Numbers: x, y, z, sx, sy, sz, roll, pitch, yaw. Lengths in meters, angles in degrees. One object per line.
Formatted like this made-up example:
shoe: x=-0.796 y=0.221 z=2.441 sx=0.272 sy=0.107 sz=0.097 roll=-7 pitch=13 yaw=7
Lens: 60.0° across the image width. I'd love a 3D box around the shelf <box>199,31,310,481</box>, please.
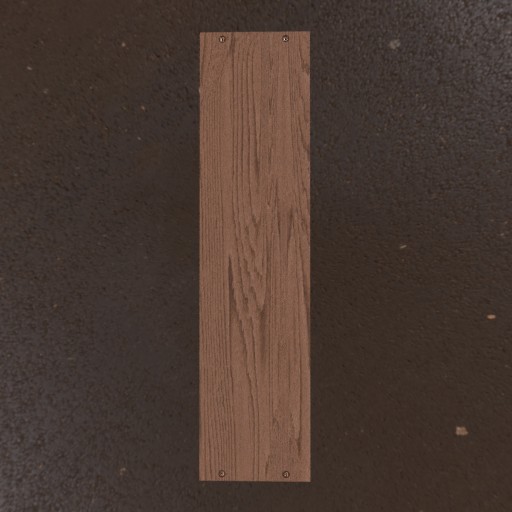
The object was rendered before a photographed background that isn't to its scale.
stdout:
shelf: x=0.000 y=0.000 z=0.686 sx=0.150 sy=0.170 sz=0.610 roll=0 pitch=89 yaw=1
